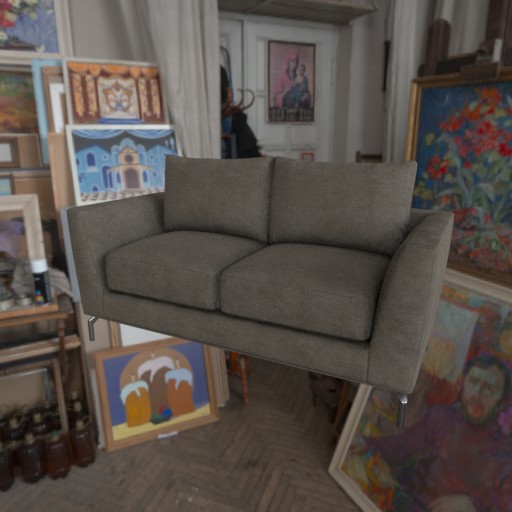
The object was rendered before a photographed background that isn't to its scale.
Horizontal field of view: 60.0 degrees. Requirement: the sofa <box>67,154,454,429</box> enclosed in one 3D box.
[{"bbox_3d":[0.000,0.000,2.337,1.832,1.013,0.855,8,17,26],"label":"sofa"}]
